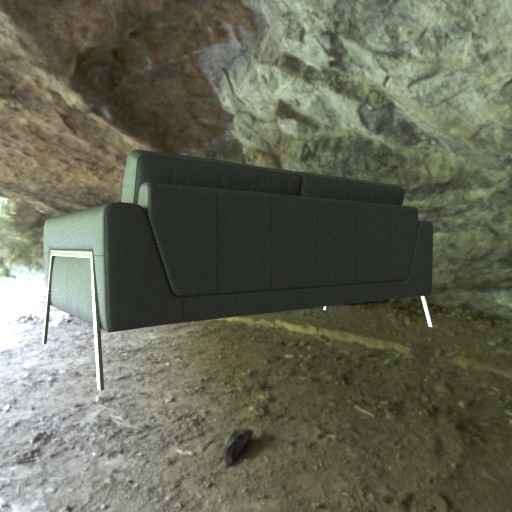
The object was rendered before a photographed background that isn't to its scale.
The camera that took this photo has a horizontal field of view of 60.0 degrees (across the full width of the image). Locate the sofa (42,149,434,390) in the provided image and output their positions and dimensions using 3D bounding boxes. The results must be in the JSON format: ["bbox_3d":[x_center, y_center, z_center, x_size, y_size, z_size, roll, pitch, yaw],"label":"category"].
[{"bbox_3d":[0.000,0.000,2.470,2.017,0.875,0.953,-1,1,-37],"label":"sofa"}]
